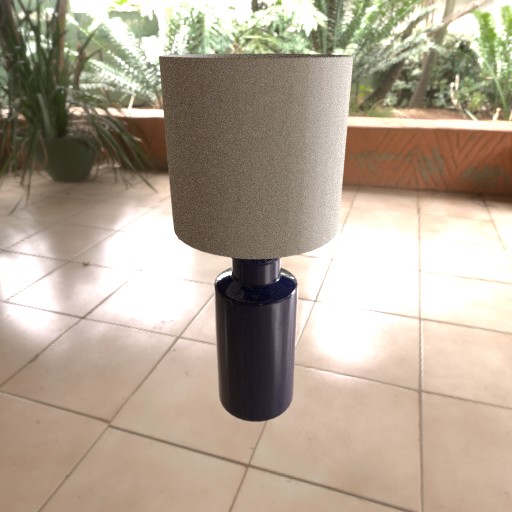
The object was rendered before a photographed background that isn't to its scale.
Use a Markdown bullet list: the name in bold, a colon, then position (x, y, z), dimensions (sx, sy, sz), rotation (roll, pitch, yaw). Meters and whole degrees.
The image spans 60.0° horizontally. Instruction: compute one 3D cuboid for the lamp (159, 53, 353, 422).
- **lamp**: position (0.000, 0.000, 0.598), dimensions (0.212, 0.493, 0.212), rotation (8, 27, 16)
